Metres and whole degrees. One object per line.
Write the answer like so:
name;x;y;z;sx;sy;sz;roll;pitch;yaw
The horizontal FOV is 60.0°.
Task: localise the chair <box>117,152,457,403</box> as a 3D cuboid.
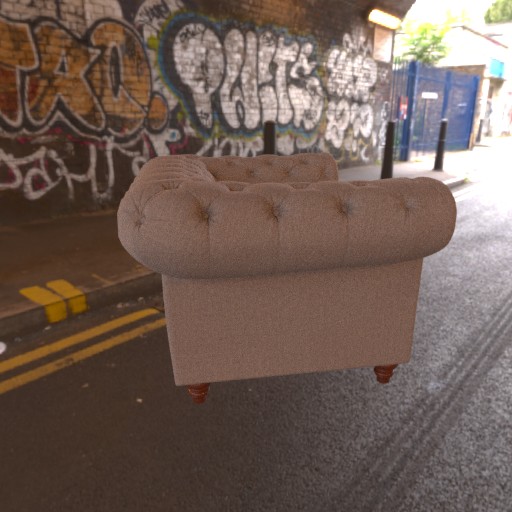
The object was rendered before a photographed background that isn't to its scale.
chair;0.000;0.000;1.858;0.976;0.770;1.270;-3;18;-10
